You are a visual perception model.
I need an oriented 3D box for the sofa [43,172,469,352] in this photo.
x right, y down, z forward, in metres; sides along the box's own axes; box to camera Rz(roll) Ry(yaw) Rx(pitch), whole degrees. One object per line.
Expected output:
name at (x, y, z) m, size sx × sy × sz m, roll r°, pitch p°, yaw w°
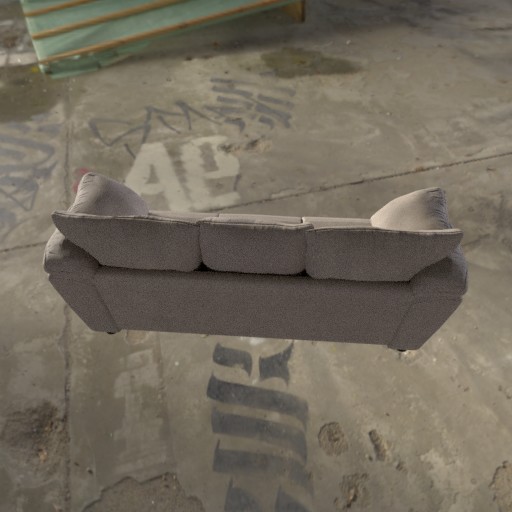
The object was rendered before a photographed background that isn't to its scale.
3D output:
sofa at (0.000, 0.000, 2.793) m, size 2.334 × 0.996 × 0.878 m, roll 3°, pitch 47°, yaw 3°
